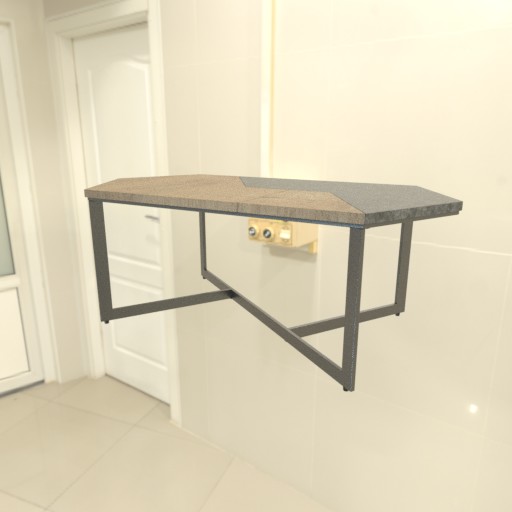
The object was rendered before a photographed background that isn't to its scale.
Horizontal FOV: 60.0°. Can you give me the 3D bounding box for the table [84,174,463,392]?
[{"bbox_3d":[0.000,0.000,1.486,1.219,0.457,0.609,9,18,28],"label":"table"}]
